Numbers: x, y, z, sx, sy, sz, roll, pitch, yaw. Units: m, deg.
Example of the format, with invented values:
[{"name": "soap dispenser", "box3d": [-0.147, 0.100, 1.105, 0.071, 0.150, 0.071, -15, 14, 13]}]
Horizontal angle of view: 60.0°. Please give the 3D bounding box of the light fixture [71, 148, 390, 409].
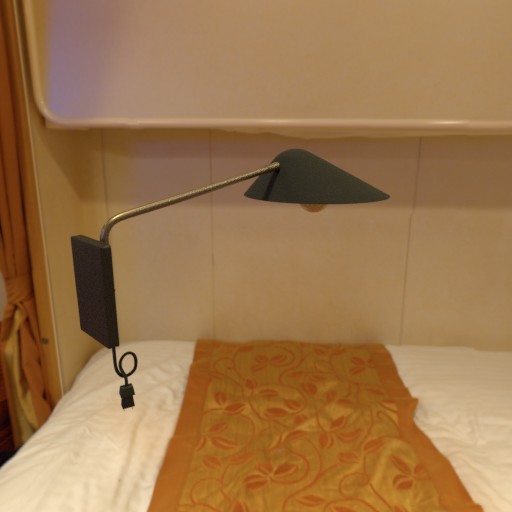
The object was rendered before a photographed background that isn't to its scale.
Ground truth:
[{"name": "light fixture", "box3d": [0.000, 0.000, 0.667, 0.516, 0.312, 0.240, -14, 20, -42]}]
